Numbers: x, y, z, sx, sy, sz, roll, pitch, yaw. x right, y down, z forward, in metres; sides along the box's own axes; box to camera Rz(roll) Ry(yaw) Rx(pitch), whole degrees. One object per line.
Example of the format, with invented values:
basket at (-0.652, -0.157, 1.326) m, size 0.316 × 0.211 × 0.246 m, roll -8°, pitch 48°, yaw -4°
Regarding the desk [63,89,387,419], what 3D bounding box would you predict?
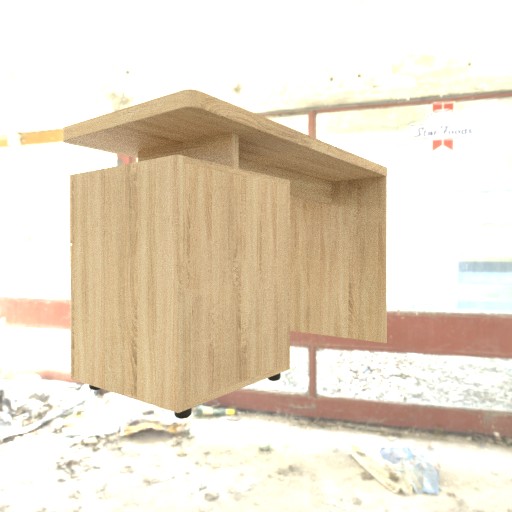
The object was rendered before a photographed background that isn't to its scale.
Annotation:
desk at (0.000, 0.000, 1.625) m, size 0.550 × 0.760 × 1.200 m, roll 1°, pitch 1°, yaw 37°
